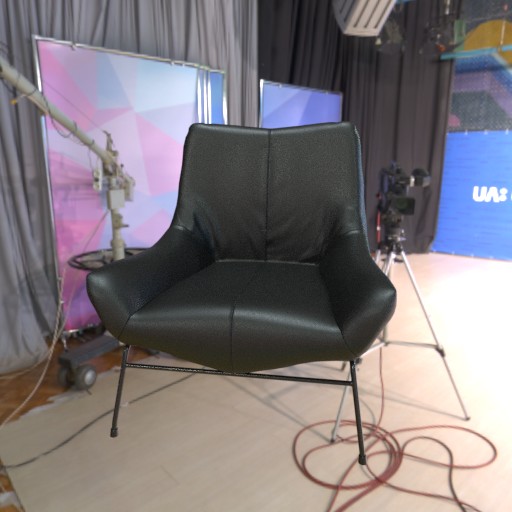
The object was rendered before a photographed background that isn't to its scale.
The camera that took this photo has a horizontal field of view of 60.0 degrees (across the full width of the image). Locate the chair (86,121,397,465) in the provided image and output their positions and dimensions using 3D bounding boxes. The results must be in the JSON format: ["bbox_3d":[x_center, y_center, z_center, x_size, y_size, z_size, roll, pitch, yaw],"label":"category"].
[{"bbox_3d":[0.000,0.000,1.525,0.836,0.922,0.826,2,14,9],"label":"chair"}]
